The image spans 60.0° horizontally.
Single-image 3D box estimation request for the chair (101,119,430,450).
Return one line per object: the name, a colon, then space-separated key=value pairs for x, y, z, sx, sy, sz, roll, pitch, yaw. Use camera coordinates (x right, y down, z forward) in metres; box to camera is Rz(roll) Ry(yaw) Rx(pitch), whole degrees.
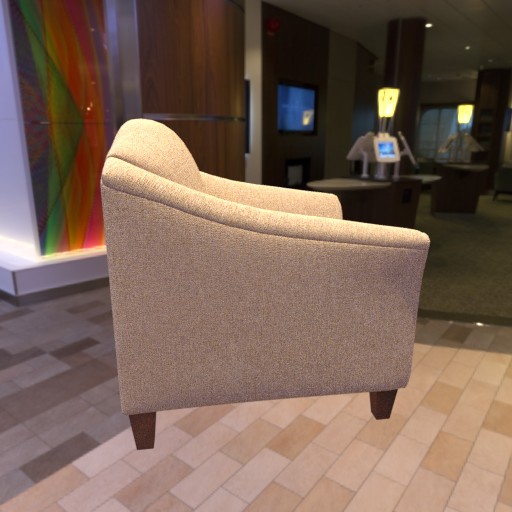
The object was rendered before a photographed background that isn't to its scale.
chair: x=0.000 y=0.000 z=1.423 sx=0.787 sy=0.839 sz=0.763 roll=-2 pitch=16 yaw=-8
